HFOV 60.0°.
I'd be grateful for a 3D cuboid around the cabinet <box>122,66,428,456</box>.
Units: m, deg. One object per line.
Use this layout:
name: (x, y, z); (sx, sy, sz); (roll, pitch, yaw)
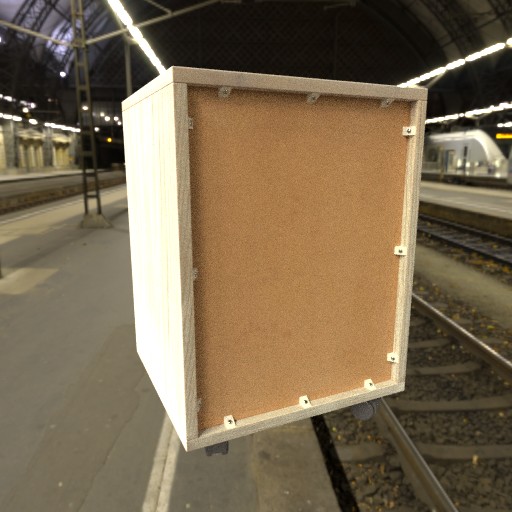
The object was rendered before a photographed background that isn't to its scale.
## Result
cabinet: (0.000, 0.000, 0.850); (0.409, 0.579, 0.401); (-6, 14, -25)
